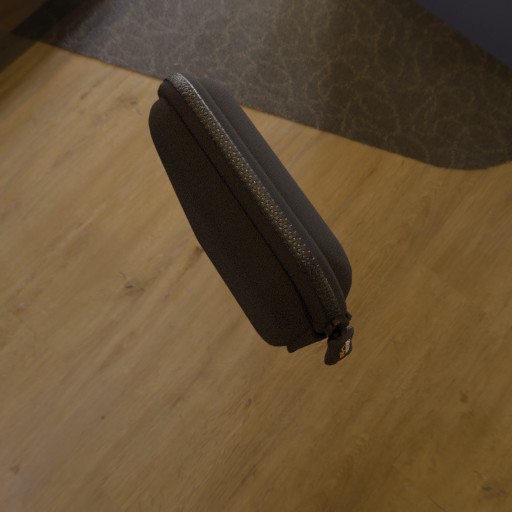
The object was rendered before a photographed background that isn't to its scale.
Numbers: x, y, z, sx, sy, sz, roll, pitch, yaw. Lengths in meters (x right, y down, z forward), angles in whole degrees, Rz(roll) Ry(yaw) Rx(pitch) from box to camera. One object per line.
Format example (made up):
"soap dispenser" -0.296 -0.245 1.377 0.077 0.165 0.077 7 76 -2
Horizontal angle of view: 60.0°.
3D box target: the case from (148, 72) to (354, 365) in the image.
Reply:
"case" 0.000 0.000 0.191 0.030 0.147 0.107 -32 78 -8
